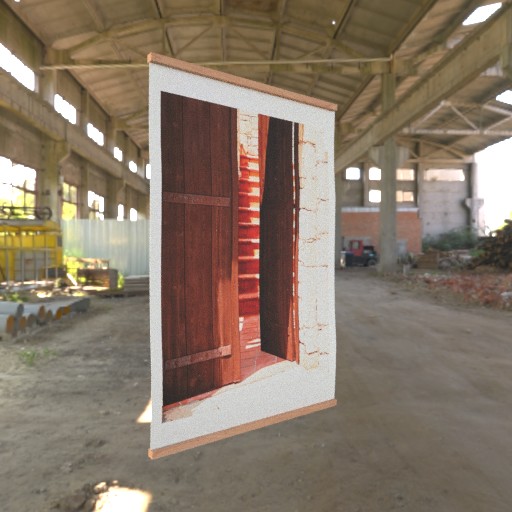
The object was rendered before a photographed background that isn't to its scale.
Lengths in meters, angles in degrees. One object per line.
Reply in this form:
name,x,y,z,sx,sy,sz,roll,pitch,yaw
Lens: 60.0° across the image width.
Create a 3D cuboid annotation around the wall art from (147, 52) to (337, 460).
wall art,0.000,0.000,0.656,0.332,0.508,0.012,0,1,-36
